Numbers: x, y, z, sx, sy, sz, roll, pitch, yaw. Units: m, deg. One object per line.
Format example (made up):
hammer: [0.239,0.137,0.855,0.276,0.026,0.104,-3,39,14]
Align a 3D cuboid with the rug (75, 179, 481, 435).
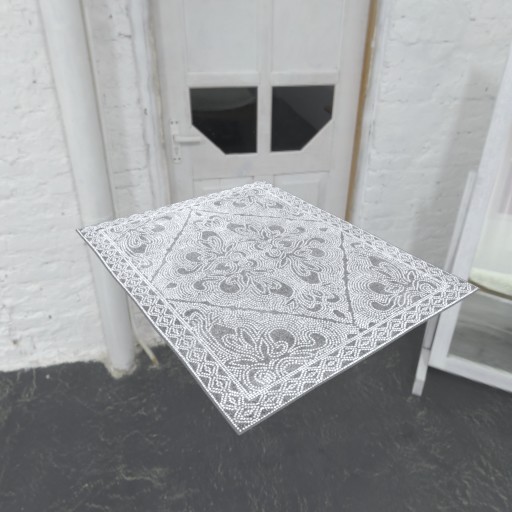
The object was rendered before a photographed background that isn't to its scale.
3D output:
rug: [0.000,0.000,4.120,2.438,0.012,3.048,-20,36,-30]
